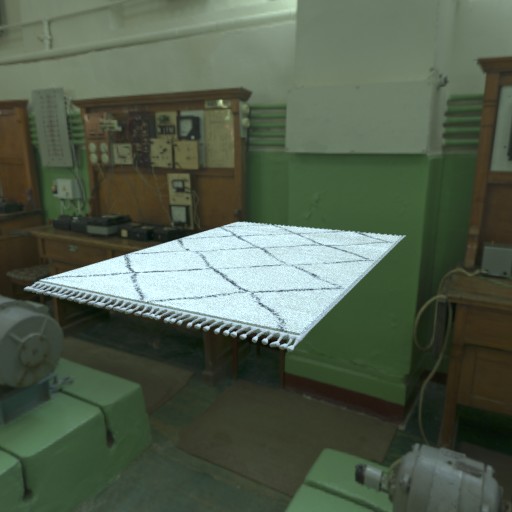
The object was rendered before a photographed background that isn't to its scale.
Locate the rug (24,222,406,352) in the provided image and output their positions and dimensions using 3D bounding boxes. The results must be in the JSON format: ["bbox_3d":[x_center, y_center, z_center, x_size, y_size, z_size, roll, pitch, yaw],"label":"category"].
[{"bbox_3d":[0.000,0.000,2.880,1.494,0.031,2.307,7,16,27],"label":"rug"}]
